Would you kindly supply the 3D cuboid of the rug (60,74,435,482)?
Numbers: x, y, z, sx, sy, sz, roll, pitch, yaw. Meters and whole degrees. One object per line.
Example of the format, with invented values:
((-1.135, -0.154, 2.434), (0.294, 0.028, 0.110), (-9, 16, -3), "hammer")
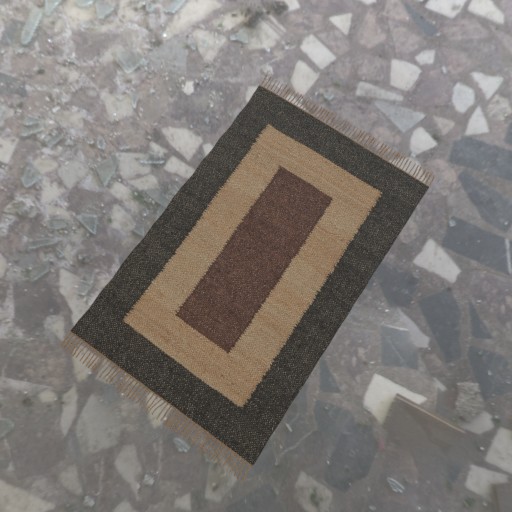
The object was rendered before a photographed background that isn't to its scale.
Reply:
((0.000, 0.000, 1.895), (0.920, 0.013, 1.541), (34, 79, 8), "rug")
